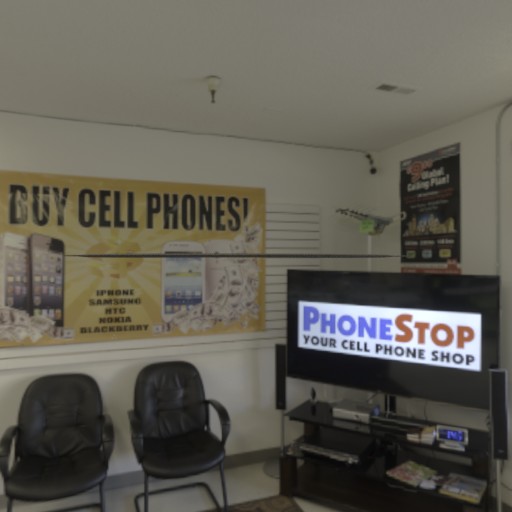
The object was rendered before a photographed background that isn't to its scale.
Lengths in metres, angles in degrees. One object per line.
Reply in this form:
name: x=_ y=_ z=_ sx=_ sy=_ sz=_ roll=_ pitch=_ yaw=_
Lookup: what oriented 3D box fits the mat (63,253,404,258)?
mat: x=0.000 y=0.000 z=1.865 sx=1.524 sy=0.013 sz=0.913 roll=0 pitch=0 yaw=-18
